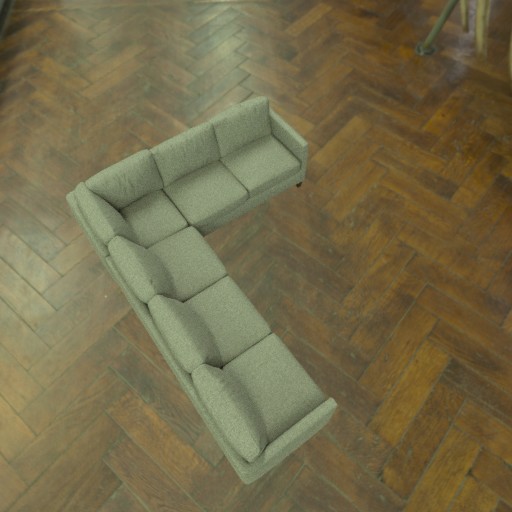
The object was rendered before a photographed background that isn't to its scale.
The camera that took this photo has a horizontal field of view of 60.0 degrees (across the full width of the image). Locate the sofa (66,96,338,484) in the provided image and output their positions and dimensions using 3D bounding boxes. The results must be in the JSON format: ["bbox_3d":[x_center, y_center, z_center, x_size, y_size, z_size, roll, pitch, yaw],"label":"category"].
[{"bbox_3d":[0.000,0.000,4.498,2.593,0.947,3.302,-31,63,-18],"label":"sofa"}]
